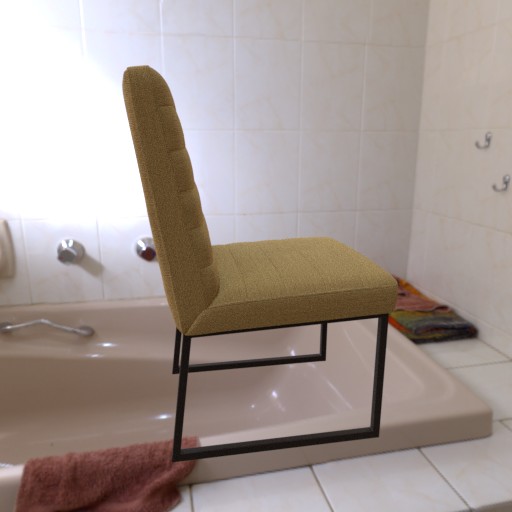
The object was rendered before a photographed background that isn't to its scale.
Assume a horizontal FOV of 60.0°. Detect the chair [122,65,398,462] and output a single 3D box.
[{"bbox_3d":[0.000,0.000,1.259,0.634,0.930,0.520,-3,15,-10],"label":"chair"}]
